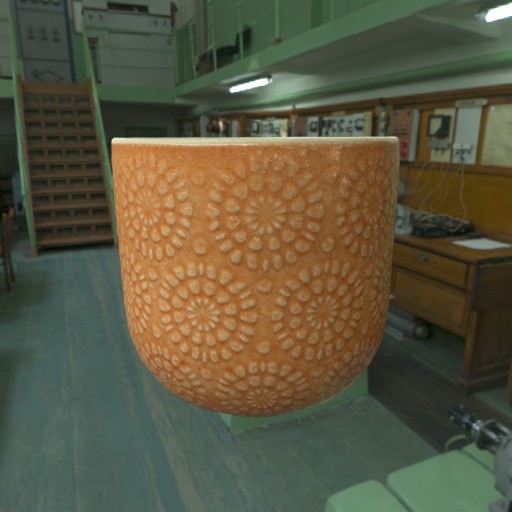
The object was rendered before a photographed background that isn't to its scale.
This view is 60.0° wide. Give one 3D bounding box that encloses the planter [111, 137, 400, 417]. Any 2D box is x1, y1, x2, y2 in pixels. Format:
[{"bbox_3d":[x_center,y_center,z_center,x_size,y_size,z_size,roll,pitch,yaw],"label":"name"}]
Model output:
[{"bbox_3d":[0.000,0.000,0.280,0.170,0.152,0.170,0,15,0],"label":"planter"}]
